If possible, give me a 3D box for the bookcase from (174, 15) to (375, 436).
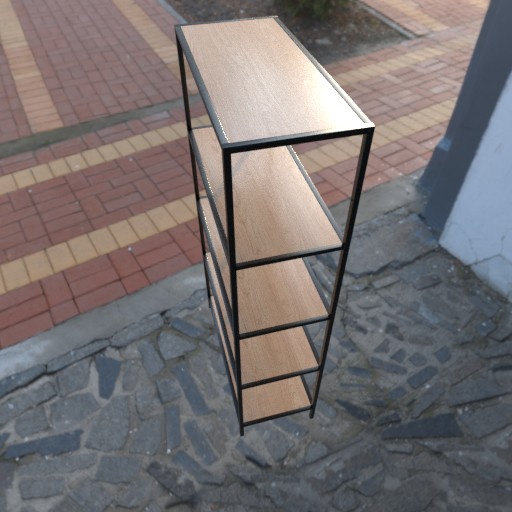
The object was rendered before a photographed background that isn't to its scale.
[{"bbox_3d":[0.000,0.000,1.759,0.350,1.500,0.770,-11,47,-10],"label":"bookcase"}]
